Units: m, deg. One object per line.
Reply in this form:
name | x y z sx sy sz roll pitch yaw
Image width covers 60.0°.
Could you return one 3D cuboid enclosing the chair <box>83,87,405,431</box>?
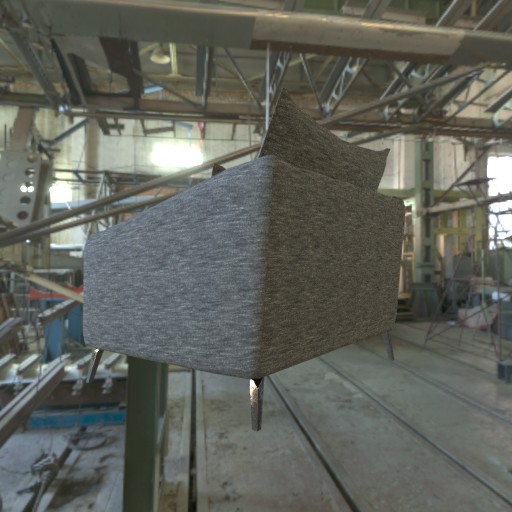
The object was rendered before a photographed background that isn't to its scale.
chair | 0.000 0.000 1.630 0.805 0.842 1.004 0 -1 37
